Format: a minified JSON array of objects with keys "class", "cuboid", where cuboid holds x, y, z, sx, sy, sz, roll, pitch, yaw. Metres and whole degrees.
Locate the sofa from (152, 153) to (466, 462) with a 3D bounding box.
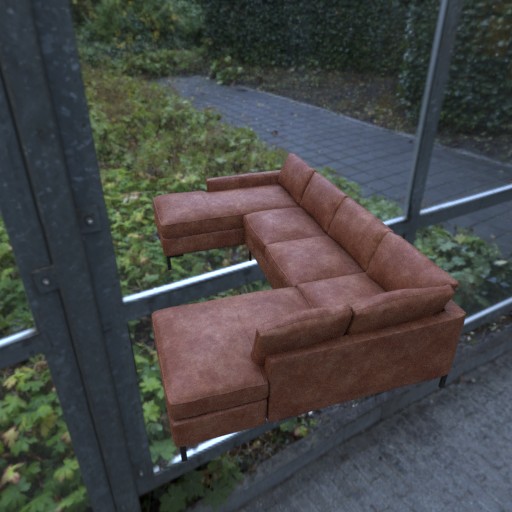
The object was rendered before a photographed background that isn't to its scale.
[{"class":"sofa","cuboid":[0.000,0.000,3.859,1.939,0.900,2.956,-9,32,-15]}]
